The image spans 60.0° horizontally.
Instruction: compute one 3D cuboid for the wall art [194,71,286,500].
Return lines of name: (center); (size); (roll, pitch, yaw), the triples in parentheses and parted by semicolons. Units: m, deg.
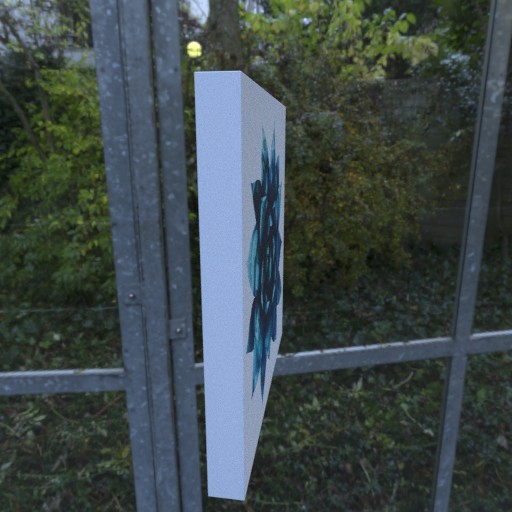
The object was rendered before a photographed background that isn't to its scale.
wall art: (0.000, 0.000, 0.595); (0.038, 0.406, 0.406); (2, 15, 8)
